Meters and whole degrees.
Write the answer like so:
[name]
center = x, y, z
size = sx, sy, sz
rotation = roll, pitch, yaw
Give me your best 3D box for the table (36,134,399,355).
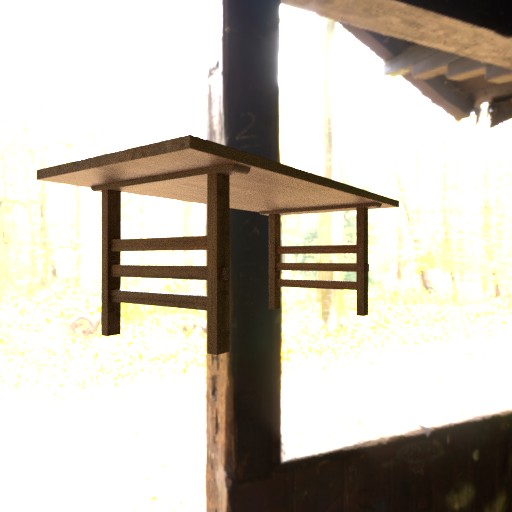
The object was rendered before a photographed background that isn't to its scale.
[table]
center = 0.000, 0.000, 2.492
size = 0.952, 0.760, 2.003
rotation = 0, 0, 36
